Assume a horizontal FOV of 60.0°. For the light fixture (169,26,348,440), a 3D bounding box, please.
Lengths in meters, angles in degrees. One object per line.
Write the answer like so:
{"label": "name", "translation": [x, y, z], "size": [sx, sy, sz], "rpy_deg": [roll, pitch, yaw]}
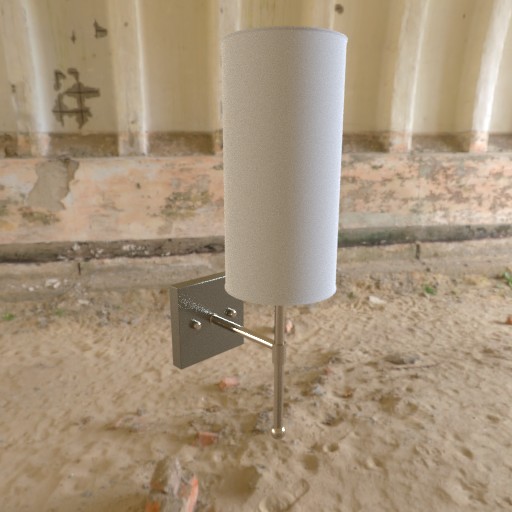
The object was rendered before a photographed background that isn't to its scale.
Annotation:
{"label": "light fixture", "translation": [0.000, 0.000, 0.534], "size": [0.128, 0.462, 0.208], "rpy_deg": [-13, 19, -43]}
